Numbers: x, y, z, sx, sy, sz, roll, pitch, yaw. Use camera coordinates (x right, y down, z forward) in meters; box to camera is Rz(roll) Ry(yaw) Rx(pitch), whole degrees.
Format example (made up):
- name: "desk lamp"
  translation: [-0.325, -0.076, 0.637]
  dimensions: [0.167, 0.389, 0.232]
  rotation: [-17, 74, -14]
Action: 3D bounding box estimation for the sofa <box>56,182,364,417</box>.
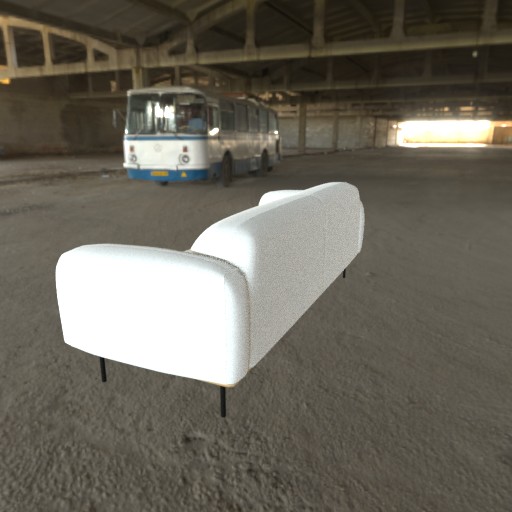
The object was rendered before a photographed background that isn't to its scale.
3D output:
- name: "sofa"
  translation: [0.000, 0.000, 2.677]
  dimensions: [0.870, 0.780, 2.280]
  rotation: [7, 17, 24]
